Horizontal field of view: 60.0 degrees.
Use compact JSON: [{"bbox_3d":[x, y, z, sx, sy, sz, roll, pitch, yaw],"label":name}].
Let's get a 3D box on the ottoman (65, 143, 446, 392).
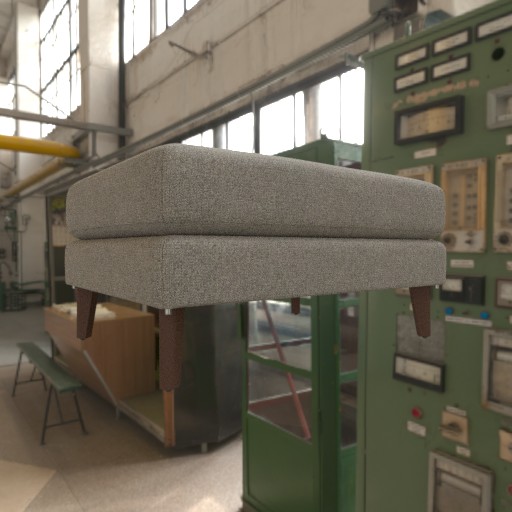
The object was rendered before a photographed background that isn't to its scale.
[{"bbox_3d":[0.000,0.000,1.168,0.821,0.441,0.611,-1,1,-36],"label":"ottoman"}]
